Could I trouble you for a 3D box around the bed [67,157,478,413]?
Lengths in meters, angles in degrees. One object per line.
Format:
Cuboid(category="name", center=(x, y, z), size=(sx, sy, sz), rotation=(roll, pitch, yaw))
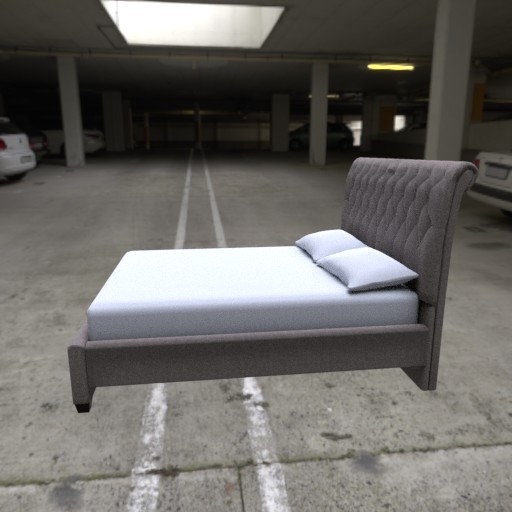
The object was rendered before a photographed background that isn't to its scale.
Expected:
Cuboid(category="bed", center=(0.000, 0.000, 3.220), size=(2.252, 1.371, 1.645), rotation=(-2, 13, -7))
